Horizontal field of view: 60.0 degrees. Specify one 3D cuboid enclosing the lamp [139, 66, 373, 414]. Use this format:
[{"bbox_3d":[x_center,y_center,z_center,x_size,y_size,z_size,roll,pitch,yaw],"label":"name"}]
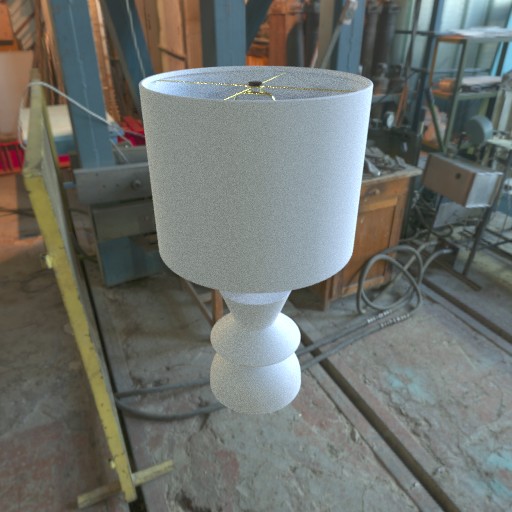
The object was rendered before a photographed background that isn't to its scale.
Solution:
[{"bbox_3d":[0.000,0.000,0.714,0.301,0.533,0.301,10,31,17],"label":"lamp"}]
